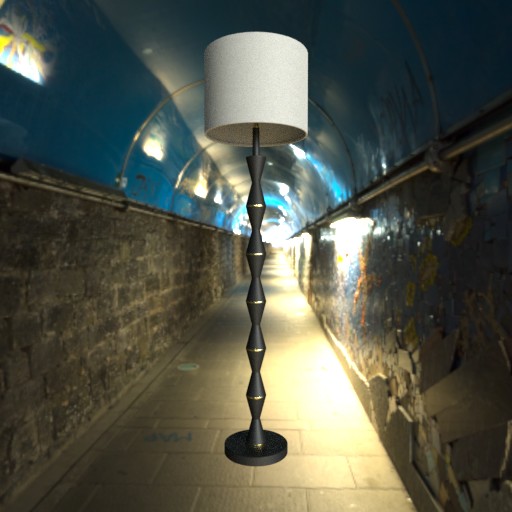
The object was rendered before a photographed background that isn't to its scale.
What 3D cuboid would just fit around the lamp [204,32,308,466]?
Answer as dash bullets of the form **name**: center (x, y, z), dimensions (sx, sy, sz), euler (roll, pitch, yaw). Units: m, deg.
- **lamp**: center (0.000, 0.000, 1.662), dimensions (0.381, 1.480, 0.381), euler (1, 2, 18)
